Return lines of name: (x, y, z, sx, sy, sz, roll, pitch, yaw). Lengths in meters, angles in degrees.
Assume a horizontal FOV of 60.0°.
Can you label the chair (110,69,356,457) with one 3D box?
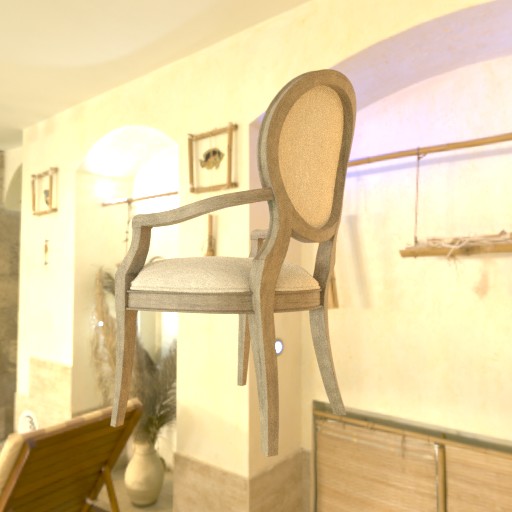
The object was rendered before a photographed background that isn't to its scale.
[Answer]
chair: (0.000, 0.000, 1.367, 0.602, 0.991, 0.611, -2, -3, 37)
